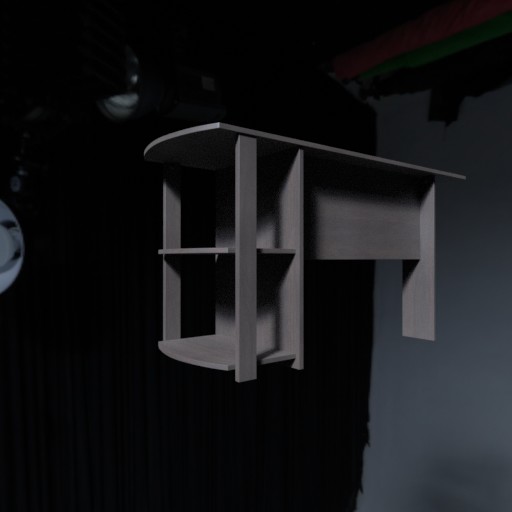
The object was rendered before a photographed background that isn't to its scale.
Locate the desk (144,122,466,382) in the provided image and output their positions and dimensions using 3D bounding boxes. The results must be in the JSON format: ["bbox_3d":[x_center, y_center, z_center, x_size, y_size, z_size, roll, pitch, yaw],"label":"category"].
[{"bbox_3d":[0.000,0.000,2.086,1.361,0.716,1.303,0,0,-37],"label":"desk"}]
